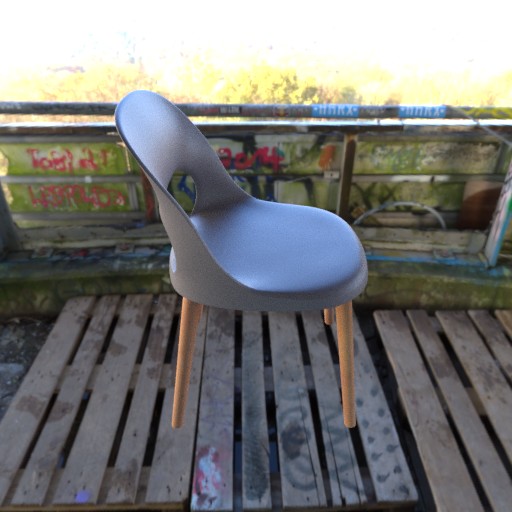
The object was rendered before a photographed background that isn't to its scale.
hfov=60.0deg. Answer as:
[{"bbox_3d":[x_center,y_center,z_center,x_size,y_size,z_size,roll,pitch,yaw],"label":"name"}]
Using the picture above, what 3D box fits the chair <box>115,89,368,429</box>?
[{"bbox_3d":[0.000,0.000,1.145,0.556,0.795,0.470,0,32,0],"label":"chair"}]
